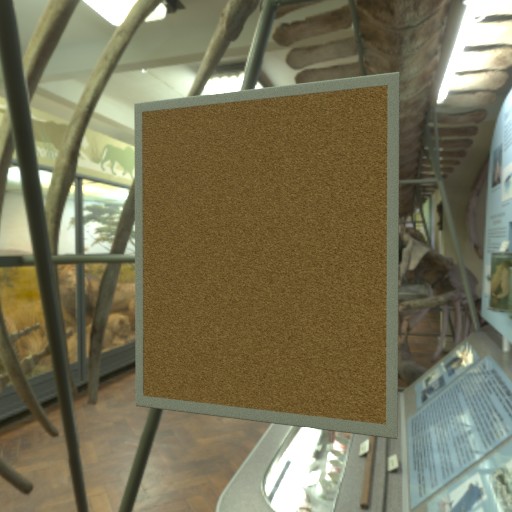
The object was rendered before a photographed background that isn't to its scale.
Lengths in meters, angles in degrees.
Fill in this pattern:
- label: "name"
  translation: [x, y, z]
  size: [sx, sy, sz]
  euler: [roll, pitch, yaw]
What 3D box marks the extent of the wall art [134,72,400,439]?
- label: "wall art"
  translation: [0.000, 0.000, 0.725]
  size: [0.444, 0.536, 0.020]
  euler: [0, 1, 18]
